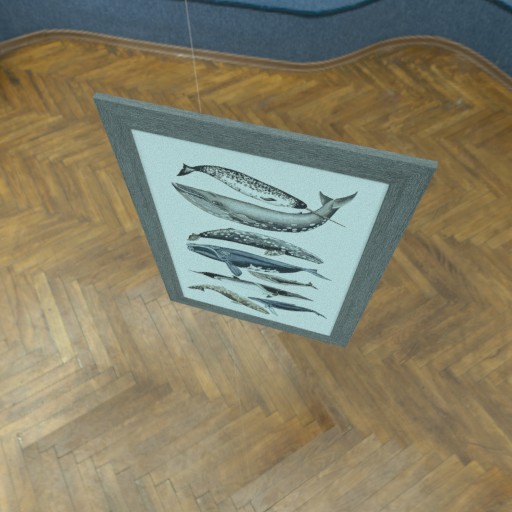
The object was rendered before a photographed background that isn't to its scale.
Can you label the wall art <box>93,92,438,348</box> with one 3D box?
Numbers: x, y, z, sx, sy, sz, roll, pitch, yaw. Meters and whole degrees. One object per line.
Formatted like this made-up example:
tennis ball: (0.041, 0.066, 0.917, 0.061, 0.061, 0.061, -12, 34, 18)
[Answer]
wall art: (0.000, 0.000, 1.415, 0.768, 1.070, 0.020, 14, 60, 8)
